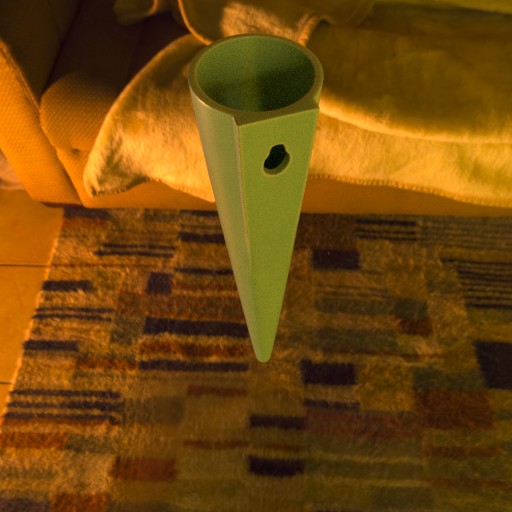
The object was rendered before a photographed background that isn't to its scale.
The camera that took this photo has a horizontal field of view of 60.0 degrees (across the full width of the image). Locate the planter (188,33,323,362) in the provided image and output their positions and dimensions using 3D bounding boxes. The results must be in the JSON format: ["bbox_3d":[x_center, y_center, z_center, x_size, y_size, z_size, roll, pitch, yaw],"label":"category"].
[{"bbox_3d":[0.000,0.000,0.288,0.054,0.268,0.055,-16,58,-10],"label":"planter"}]
